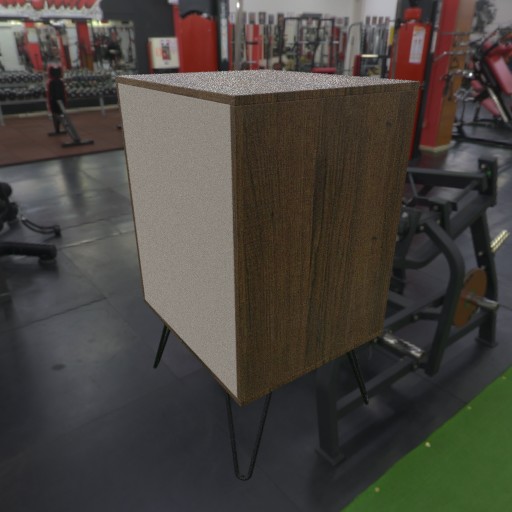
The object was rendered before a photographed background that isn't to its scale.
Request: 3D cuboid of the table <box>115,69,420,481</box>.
[{"bbox_3d":[0.000,0.000,1.162,0.457,0.866,0.526,-17,31,-32],"label":"table"}]
